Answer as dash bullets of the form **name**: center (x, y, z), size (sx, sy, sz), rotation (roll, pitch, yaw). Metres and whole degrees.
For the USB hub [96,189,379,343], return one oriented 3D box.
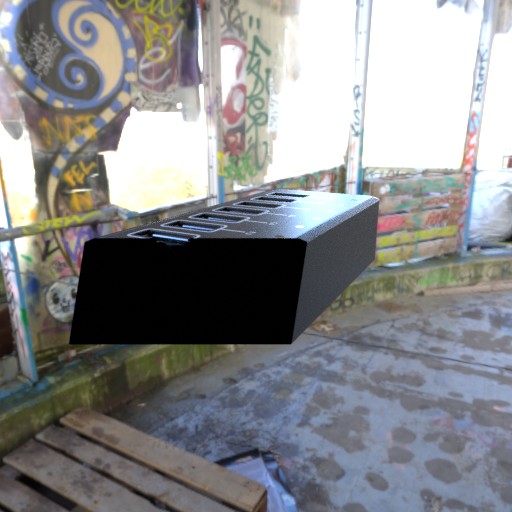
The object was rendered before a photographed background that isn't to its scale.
- **USB hub**: center (0.000, 0.000, 0.127), size (0.044, 0.023, 0.110), rotation (9, 19, 27)
